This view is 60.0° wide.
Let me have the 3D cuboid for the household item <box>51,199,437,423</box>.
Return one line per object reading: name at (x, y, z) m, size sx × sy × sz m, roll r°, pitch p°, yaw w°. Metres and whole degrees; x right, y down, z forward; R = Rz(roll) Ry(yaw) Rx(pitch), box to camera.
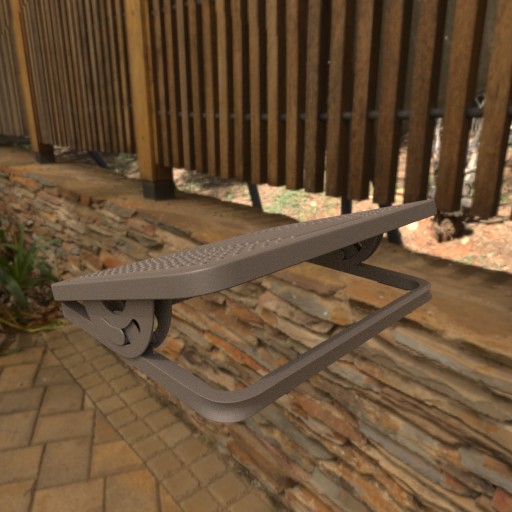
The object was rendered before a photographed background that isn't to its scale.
household item at (0.000, 0.000, 0.530) m, size 0.301 × 0.126 × 0.390 m, roll 17°, pitch 24°, yaw 42°
